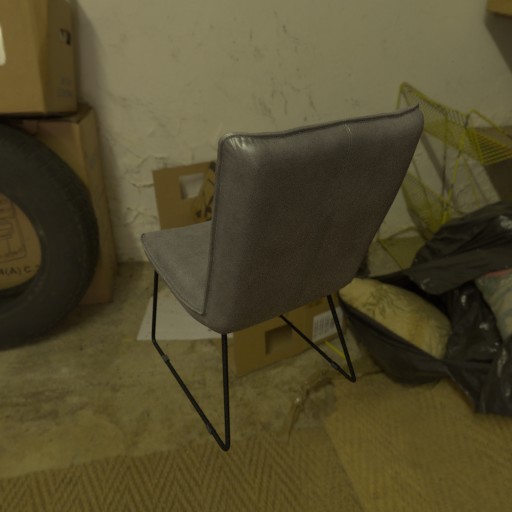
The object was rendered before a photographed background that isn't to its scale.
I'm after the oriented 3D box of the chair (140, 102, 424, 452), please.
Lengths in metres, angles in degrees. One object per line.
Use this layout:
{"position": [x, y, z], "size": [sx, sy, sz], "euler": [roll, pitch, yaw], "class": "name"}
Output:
{"position": [0.000, 0.000, 1.320], "size": [0.515, 0.932, 0.688], "euler": [-18, 34, -28], "class": "chair"}
